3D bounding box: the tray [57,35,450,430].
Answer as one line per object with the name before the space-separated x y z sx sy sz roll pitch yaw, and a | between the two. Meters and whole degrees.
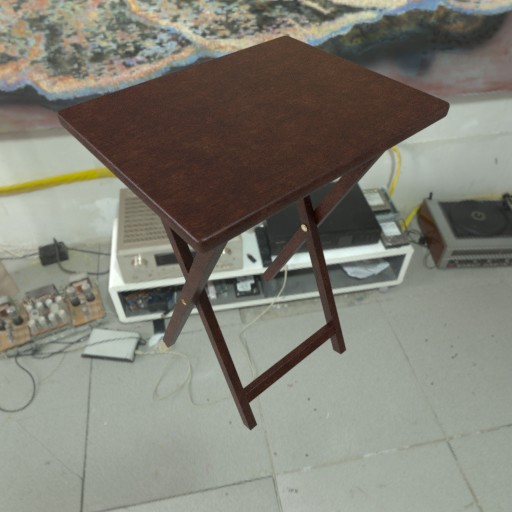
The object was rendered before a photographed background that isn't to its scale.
tray | 0.000 0.000 0.919 0.483 0.660 0.381 -32 54 -27
